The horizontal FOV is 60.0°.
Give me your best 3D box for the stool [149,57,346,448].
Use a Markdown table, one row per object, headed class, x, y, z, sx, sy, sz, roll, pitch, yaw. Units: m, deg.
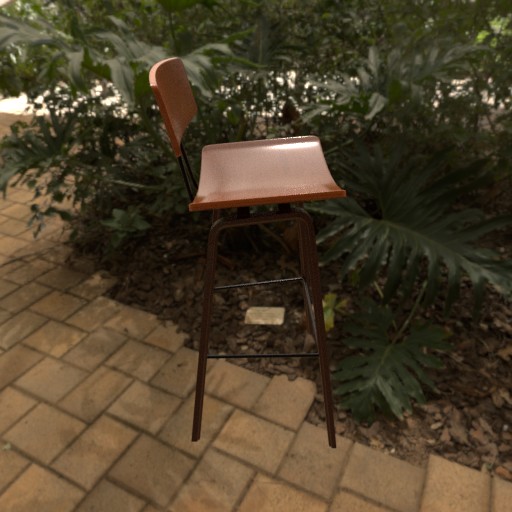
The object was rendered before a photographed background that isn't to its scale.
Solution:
| class | x | y | z | sx | sy | sz | roll | pitch | yaw |
| --- | --- | --- | --- | --- | --- | --- | --- | --- | --- |
| stool | 0.000 | 0.000 | 1.212 | 0.440 | 0.969 | 0.509 | -1 | 31 | -1 |
